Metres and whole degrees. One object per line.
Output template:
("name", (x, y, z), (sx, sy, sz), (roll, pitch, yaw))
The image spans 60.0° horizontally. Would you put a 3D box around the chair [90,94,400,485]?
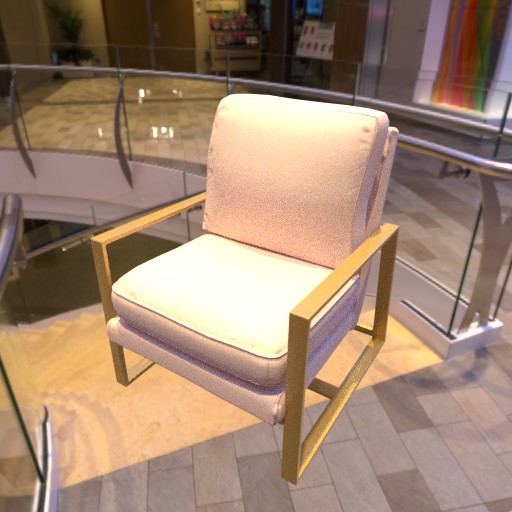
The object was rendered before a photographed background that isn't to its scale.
("chair", (0.000, 0.000, 1.503), (0.758, 0.956, 0.813), (17, 33, 29))
